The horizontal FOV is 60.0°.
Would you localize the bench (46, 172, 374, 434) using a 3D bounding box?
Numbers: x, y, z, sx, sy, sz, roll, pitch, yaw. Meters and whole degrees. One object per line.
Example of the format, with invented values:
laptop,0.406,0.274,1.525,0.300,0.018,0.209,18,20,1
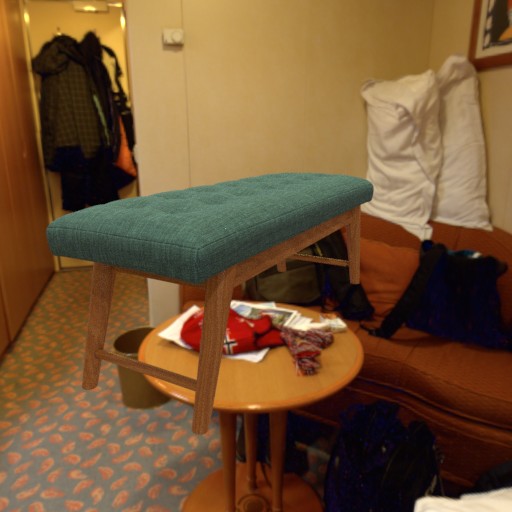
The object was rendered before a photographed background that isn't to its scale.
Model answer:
bench,0.000,0.000,1.355,0.406,0.432,1.118,9,18,28
